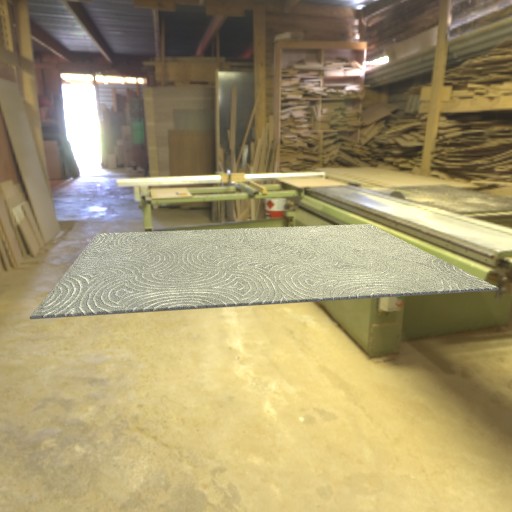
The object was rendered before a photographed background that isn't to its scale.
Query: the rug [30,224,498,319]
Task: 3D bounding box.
[{"bbox_3d":[0.000,0.000,2.725,2.144,0.015,1.543,-3,16,-9],"label":"rug"}]
